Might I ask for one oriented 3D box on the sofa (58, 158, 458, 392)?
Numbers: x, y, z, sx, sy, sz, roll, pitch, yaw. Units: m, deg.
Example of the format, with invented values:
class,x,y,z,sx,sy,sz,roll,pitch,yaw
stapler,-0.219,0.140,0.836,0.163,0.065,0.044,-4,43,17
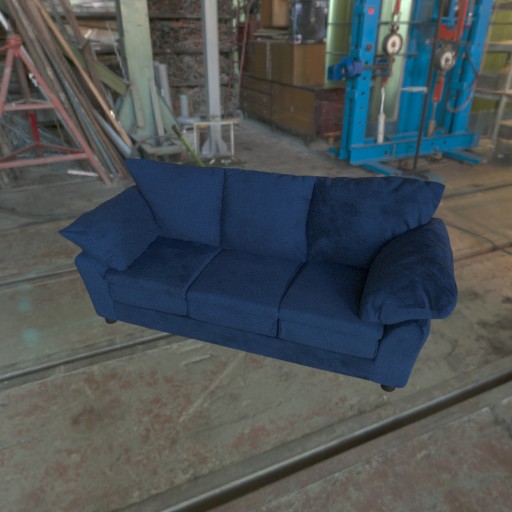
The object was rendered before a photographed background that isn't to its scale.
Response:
class,x,y,z,sx,sy,sz,roll,pitch,yaw
sofa,0.000,0.000,2.911,2.390,1.091,0.907,10,29,18
